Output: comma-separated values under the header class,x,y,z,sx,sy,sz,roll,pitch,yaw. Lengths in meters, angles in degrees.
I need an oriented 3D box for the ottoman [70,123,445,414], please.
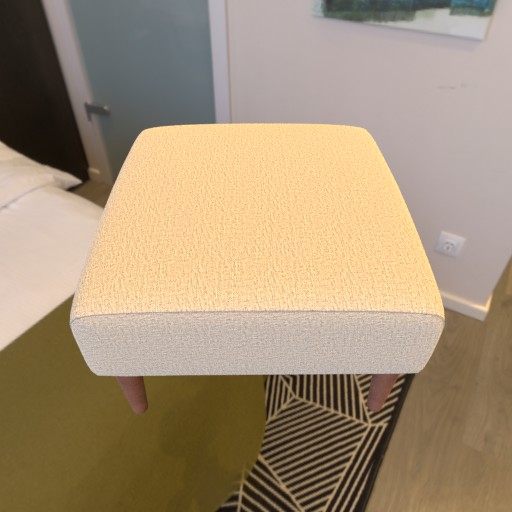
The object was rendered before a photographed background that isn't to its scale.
class,x,y,z,sx,sy,sz,roll,pitch,yaw
ottoman,0.000,0.000,1.050,0.649,0.398,0.650,0,42,0
